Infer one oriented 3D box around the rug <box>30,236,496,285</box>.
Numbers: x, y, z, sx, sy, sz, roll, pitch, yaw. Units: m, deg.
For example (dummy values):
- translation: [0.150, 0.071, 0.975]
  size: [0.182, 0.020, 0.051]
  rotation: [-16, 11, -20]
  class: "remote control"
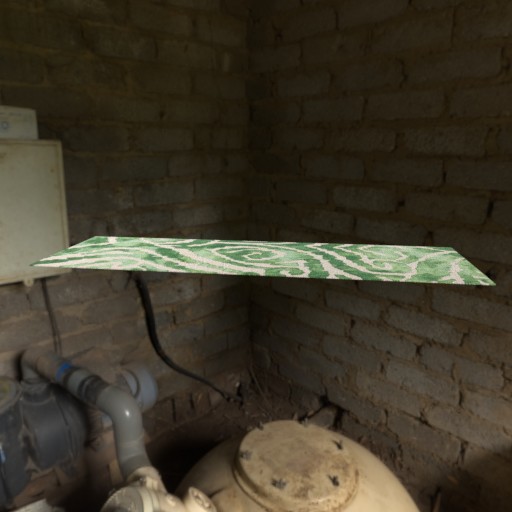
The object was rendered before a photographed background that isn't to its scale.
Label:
- translation: [0.000, 0.000, 2.660]
  size: [2.438, 0.006, 0.761]
  rotation: [2, 15, 8]
  class: "rug"
